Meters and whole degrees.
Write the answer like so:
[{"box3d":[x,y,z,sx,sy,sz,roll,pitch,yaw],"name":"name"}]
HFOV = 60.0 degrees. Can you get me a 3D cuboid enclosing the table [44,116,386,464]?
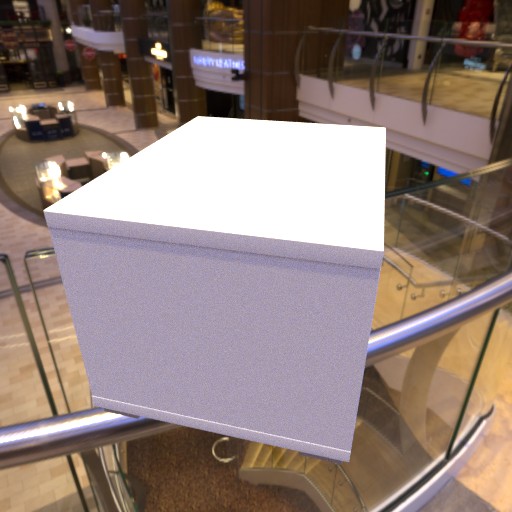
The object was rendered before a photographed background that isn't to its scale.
[{"box3d":[0.000,0.000,0.796,0.399,0.357,0.517,7,31,12],"name":"table"}]
